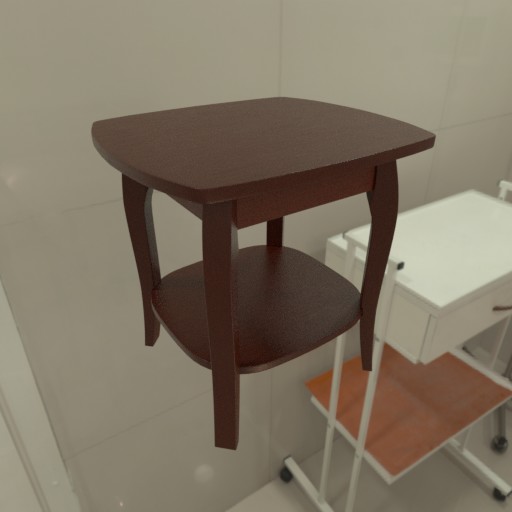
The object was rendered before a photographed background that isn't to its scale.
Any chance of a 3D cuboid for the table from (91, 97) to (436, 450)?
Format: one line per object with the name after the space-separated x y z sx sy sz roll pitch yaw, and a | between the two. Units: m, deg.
0.000 0.000 0.865 0.502 0.496 0.433 -19 35 -29 | table
